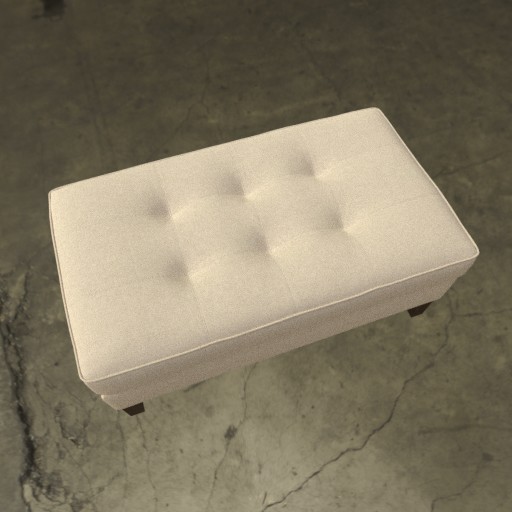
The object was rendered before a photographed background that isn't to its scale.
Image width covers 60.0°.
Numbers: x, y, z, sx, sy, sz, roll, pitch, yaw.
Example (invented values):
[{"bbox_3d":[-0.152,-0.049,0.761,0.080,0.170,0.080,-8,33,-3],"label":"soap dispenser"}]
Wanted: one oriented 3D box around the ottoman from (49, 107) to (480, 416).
[{"bbox_3d":[0.000,0.000,1.467,1.143,0.508,0.648,-17,61,-10],"label":"ottoman"}]
